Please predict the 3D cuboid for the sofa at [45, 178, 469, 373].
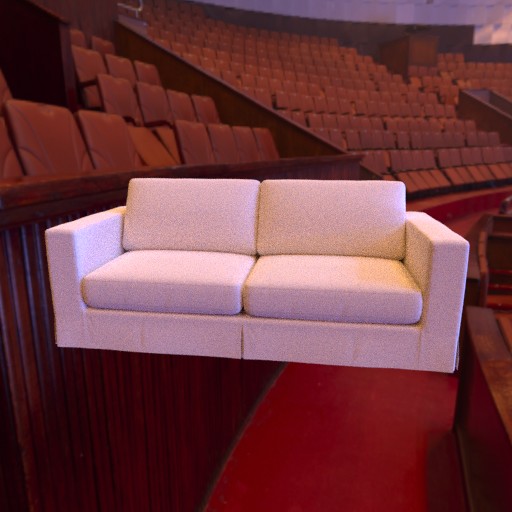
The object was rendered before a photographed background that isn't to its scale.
[{"bbox_3d":[0.000,0.000,2.683,2.163,0.881,0.954,2,14,8],"label":"sofa"}]
